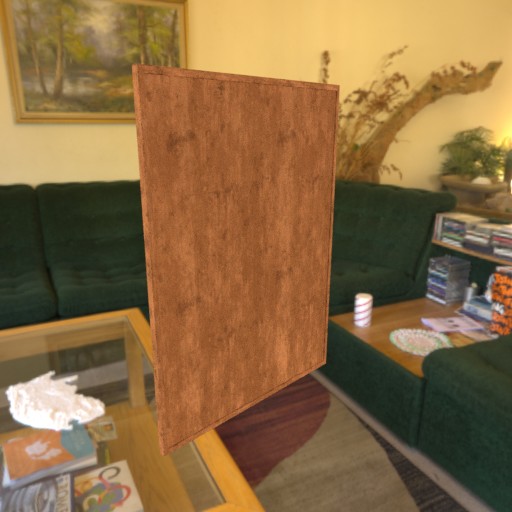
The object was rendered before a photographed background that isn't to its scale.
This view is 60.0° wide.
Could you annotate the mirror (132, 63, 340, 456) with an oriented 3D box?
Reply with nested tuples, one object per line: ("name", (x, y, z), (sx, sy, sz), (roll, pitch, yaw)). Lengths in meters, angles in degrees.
("mirror", (0.000, 0.000, 1.458), (0.796, 1.099, 0.028), (-15, 22, -42))
